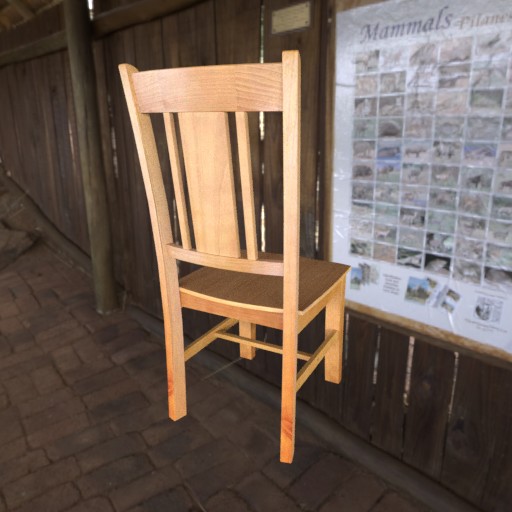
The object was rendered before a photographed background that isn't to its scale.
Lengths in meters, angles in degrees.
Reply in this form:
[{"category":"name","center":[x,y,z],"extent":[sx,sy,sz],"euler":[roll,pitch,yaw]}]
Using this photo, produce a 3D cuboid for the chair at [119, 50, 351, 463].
[{"category":"chair","center":[0.000,0.000,1.282],"extent":[0.450,0.998,0.556],"euler":[9,19,27]}]
